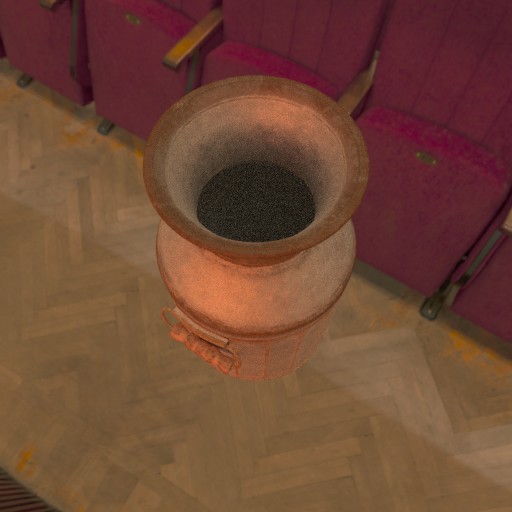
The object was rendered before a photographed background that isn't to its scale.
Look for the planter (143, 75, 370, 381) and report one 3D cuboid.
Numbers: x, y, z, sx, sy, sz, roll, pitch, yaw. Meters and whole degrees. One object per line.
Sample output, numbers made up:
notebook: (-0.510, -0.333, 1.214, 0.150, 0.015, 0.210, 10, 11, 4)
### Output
planter: (0.000, 0.000, 0.506, 0.215, 0.358, 0.248, 31, 68, 14)
